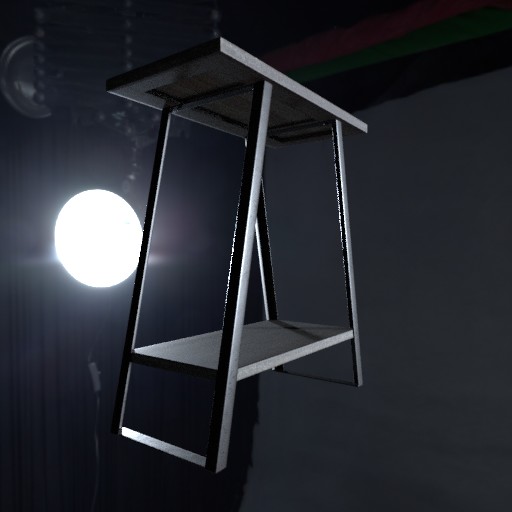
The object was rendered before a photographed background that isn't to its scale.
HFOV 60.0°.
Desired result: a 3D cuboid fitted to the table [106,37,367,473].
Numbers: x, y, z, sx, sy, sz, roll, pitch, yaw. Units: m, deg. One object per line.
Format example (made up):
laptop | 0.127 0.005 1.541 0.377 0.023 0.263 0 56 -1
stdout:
table | 0.000 0.000 1.034 0.300 0.701 0.599 0 1 36
